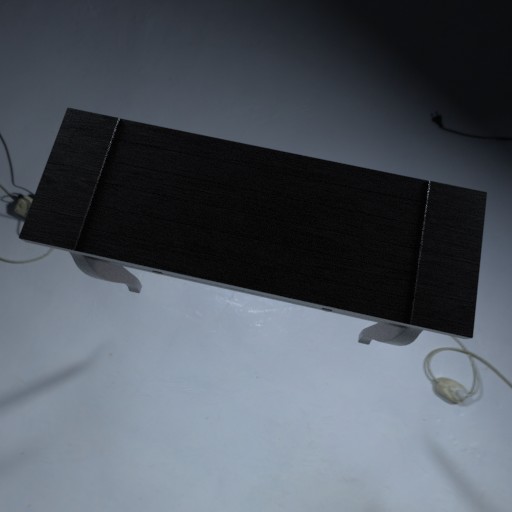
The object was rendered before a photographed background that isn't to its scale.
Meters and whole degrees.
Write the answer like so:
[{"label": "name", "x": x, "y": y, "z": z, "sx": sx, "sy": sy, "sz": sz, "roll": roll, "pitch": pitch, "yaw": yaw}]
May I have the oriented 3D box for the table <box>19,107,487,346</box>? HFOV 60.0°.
[{"label": "table", "x": 0.000, "y": 0.000, "z": 1.425, "sx": 1.062, "sy": 0.768, "sz": 0.373, "roll": 12, "pitch": 76, "yaw": 3}]
